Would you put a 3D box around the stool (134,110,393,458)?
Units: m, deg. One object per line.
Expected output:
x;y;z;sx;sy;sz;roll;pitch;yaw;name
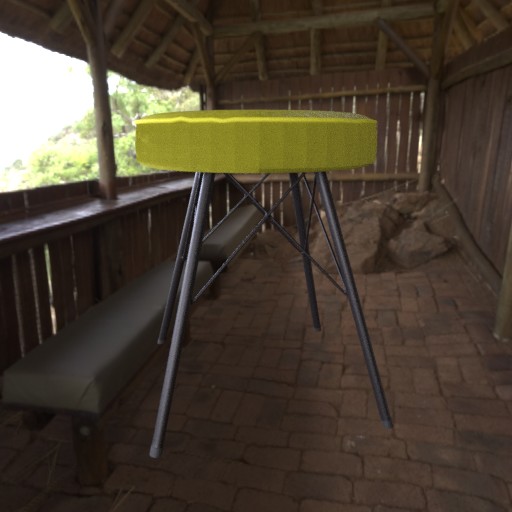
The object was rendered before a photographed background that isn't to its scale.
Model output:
0.000;0.000;0.828;0.409;0.508;0.409;-3;16;-10;stool
